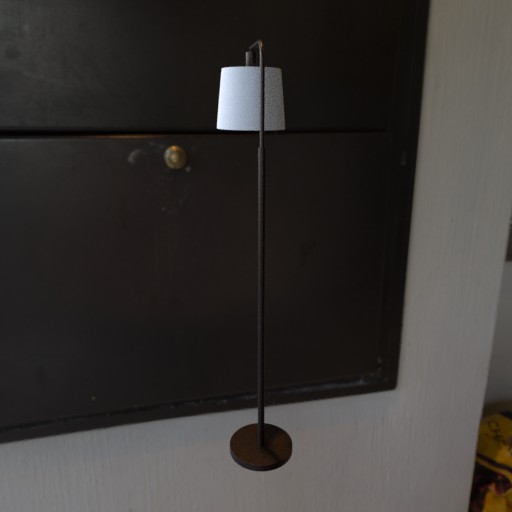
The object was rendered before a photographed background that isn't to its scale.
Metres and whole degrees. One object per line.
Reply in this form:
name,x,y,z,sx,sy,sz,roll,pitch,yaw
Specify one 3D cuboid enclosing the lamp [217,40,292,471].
lamp,0.000,0.000,1.654,0.254,1.478,0.508,-2,15,-8
